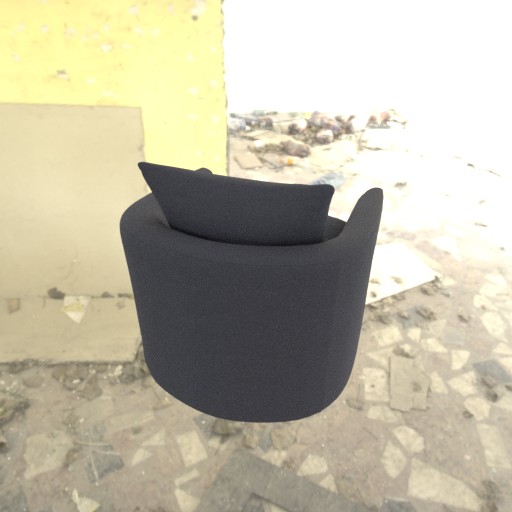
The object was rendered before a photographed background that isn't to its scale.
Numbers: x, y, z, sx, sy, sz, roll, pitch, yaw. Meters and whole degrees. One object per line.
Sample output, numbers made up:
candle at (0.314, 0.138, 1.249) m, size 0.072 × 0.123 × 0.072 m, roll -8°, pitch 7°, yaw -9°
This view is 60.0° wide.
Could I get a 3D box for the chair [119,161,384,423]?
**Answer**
chair at (0.000, 0.000, 1.657) m, size 0.845 × 0.848 × 0.910 m, roll 9°, pitch 33°, yaw 15°
